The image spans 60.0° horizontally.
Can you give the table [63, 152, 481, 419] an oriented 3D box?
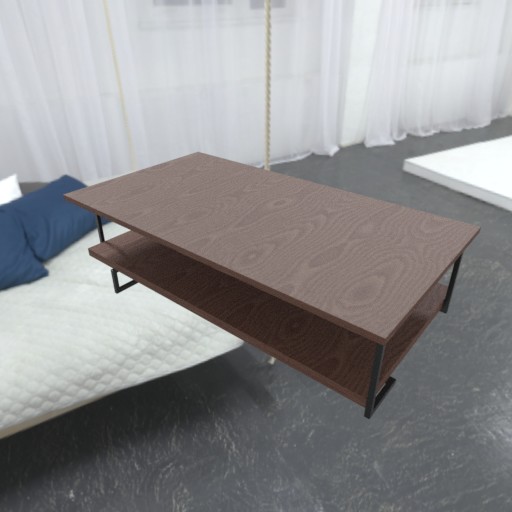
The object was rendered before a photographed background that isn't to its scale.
[{"bbox_3d":[0.000,0.000,1.513,1.197,0.347,0.651,22,37,33],"label":"table"}]
